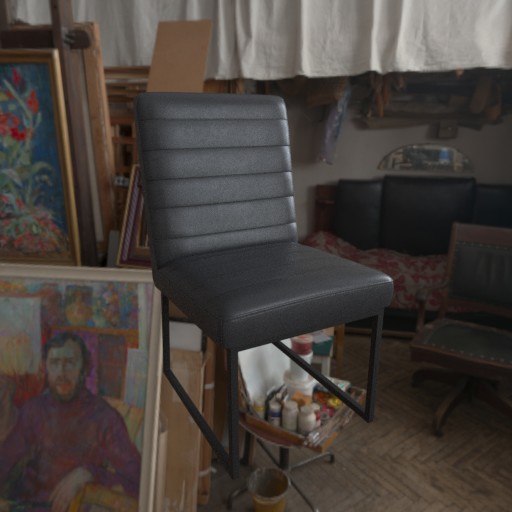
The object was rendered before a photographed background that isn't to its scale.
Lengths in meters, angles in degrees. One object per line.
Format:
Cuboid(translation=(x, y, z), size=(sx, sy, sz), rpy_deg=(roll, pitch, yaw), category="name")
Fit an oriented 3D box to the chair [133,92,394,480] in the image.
Cuboid(translation=(0.000, 0.000, 1.313), size=(0.520, 0.930, 0.634), rpy_deg=(-9, 20, -27), category="chair")
